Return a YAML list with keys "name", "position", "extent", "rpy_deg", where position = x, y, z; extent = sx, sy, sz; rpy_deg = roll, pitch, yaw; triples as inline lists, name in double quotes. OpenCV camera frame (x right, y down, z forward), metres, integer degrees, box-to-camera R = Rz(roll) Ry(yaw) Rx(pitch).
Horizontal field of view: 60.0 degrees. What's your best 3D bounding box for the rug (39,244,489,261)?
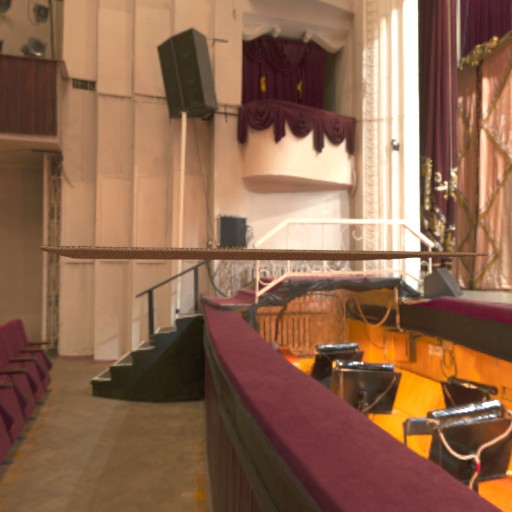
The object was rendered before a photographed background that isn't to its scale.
- name: "rug"
  position: [0.000, 0.000, 2.998]
  extent: [2.438, 0.034, 1.521]
  rpy_deg: [1, -2, -17]
